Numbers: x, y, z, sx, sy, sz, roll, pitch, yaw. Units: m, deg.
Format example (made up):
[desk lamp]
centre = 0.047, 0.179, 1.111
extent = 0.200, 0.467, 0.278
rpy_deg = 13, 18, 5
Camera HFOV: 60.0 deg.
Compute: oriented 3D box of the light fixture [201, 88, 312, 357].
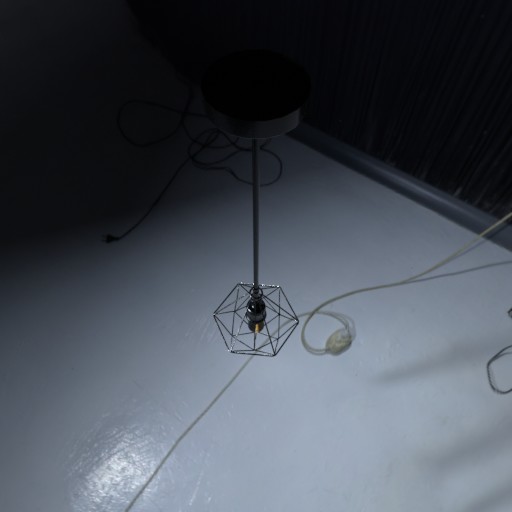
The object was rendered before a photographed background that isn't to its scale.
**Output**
[light fixture]
centre = 0.000, 0.000, 1.931
extent = 0.431, 1.764, 0.487
rpy_deg = 31, 64, 17
